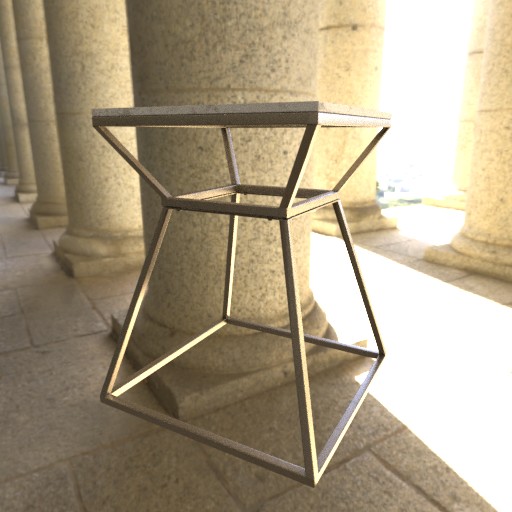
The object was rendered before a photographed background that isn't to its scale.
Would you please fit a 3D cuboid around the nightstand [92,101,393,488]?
[{"bbox_3d":[0.000,0.000,0.889,0.455,0.554,0.455,9,18,28],"label":"nightstand"}]
